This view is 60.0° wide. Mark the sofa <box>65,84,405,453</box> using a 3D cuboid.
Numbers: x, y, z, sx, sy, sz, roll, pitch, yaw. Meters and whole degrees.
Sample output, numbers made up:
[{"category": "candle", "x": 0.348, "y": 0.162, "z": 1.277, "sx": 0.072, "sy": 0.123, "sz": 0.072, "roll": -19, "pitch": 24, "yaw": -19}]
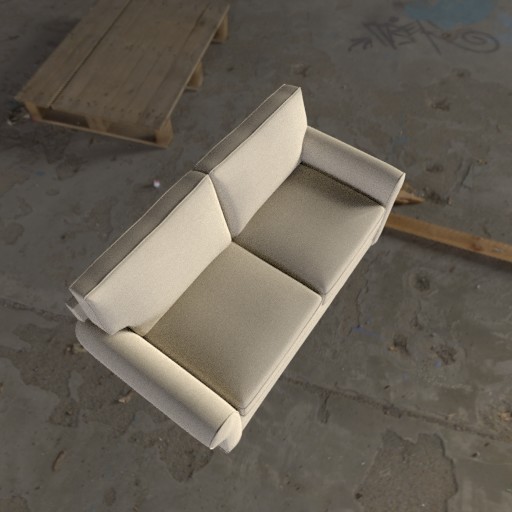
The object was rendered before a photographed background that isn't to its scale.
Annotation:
[{"category": "sofa", "x": 0.000, "y": 0.000, "z": 2.338, "sx": 0.861, "sy": 0.933, "sz": 1.774, "roll": 31, "pitch": 63, "yaw": 18}]
